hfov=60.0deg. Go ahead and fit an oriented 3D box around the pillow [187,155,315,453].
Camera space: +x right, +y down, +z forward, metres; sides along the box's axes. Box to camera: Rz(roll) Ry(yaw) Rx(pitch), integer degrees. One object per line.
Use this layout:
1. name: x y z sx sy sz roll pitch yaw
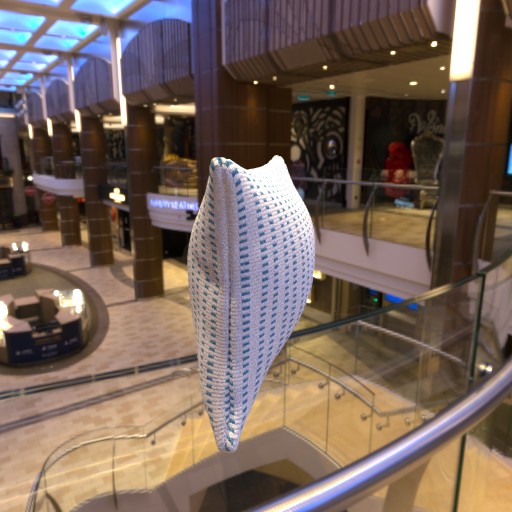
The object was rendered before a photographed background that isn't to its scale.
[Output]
1. pillow: 0.000 0.000 0.801 0.210 0.353 0.640 2 13 8
